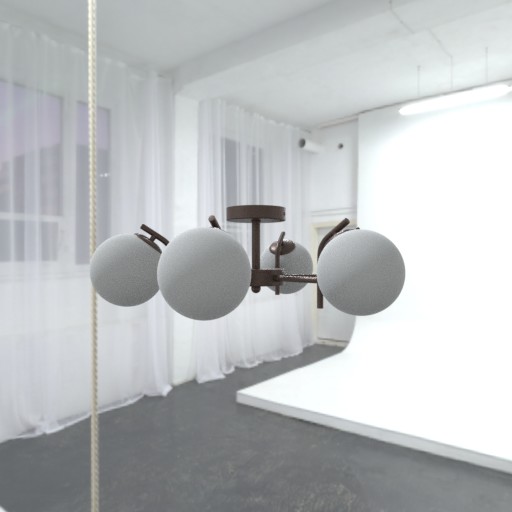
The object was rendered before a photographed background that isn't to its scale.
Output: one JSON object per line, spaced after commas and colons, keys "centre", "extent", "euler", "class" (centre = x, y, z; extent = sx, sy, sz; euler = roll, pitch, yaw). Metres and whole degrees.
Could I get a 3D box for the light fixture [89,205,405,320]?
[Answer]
{"centre": [0.000, 0.000, 0.934], "extent": [0.662, 0.201, 0.662], "euler": [0, 0, 0], "class": "light fixture"}
